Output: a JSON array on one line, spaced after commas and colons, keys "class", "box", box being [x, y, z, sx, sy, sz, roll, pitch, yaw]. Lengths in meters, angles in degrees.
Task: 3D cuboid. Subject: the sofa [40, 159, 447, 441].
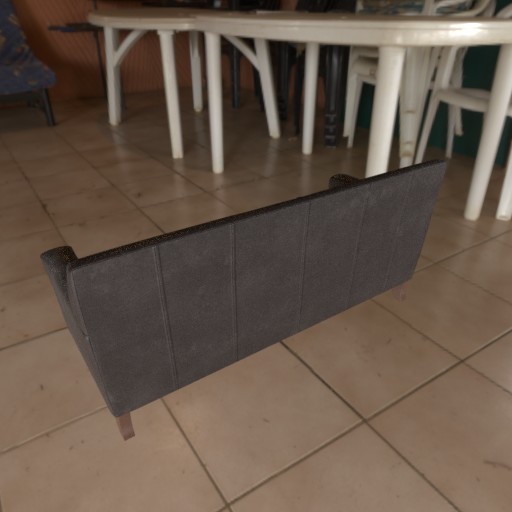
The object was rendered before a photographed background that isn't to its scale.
[{"class": "sofa", "box": [0.000, 0.000, 2.467, 2.053, 0.947, 0.805, -19, 35, -30]}]
